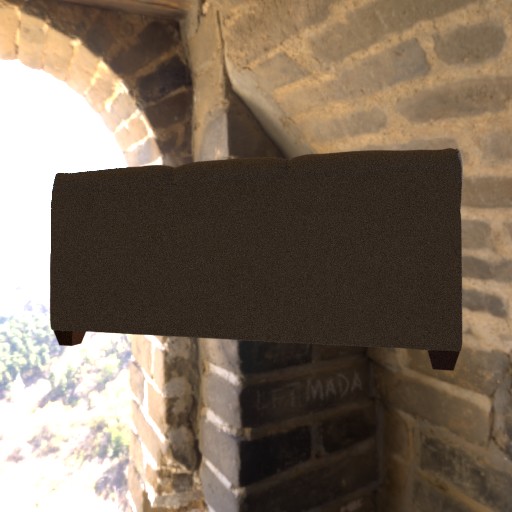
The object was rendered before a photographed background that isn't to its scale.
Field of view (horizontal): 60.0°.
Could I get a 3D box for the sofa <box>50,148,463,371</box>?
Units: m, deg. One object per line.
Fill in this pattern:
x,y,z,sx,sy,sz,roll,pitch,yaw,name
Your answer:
0.000,0.000,2.520,2.024,0.958,0.997,0,-1,17,sofa
